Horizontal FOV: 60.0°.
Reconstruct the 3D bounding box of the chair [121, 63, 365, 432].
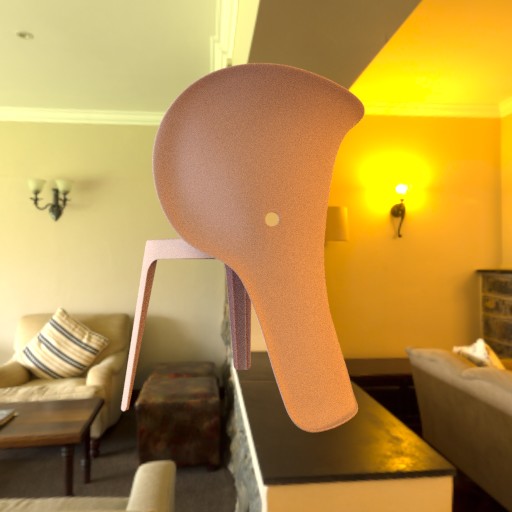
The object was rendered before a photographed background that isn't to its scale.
[{"bbox_3d":[0.000,0.000,0.856,0.402,0.554,0.451,-1,-1,35],"label":"chair"}]
